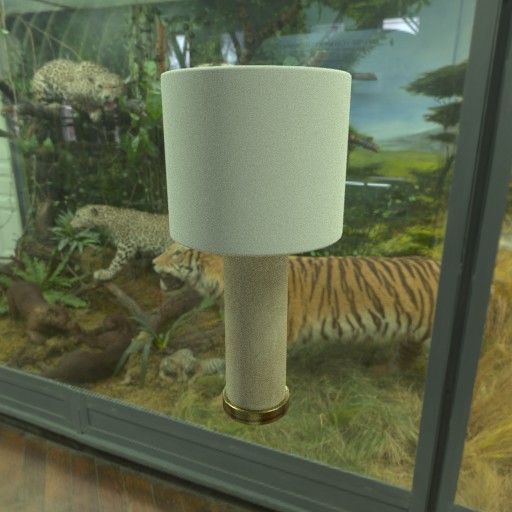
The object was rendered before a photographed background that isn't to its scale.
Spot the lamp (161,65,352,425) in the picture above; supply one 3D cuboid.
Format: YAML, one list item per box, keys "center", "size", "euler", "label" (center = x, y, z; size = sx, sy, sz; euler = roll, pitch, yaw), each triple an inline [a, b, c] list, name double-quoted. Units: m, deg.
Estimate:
- center: [0.000, 0.000, 0.813]
  size: [0.305, 0.634, 0.305]
  euler: [-2, 18, -7]
  label: "lamp"
